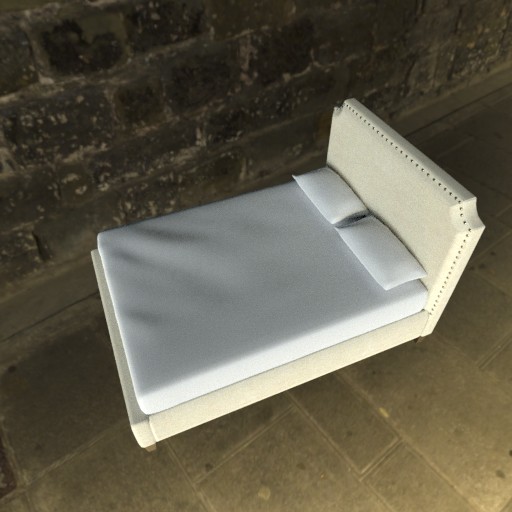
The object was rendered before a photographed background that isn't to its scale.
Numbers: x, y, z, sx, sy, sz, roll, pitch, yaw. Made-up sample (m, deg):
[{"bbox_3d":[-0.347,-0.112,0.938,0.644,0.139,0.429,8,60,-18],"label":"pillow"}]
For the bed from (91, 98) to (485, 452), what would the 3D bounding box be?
[{"bbox_3d":[0.000,0.000,3.402,2.381,1.457,1.713,-17,48,-16],"label":"bed"}]
